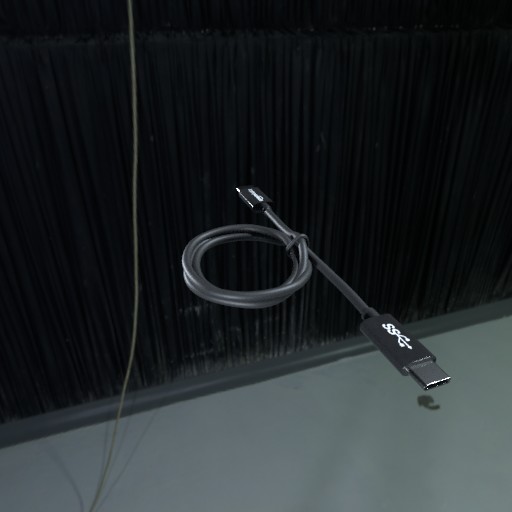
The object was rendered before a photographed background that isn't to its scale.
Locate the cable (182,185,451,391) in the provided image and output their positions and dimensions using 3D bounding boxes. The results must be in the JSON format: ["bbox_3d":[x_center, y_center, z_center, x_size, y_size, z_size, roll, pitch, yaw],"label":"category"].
[{"bbox_3d":[0.000,0.000,0.208,0.070,0.014,0.186,-11,31,-18],"label":"cable"}]
